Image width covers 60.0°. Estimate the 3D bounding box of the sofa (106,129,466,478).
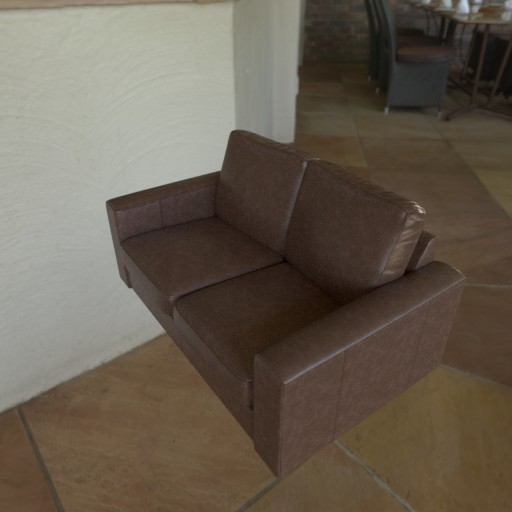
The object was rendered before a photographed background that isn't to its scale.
[{"bbox_3d":[0.000,0.000,2.209,1.016,0.873,1.616,-21,38,-29],"label":"sofa"}]
